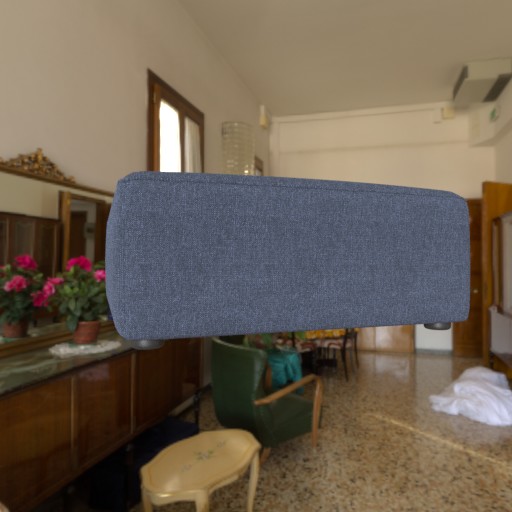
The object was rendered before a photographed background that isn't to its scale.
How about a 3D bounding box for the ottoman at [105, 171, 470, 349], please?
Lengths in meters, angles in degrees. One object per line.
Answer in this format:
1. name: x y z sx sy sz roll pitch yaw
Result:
1. ottoman: 0.000 0.000 1.576 1.000 0.439 1.000 0 -1 -20
